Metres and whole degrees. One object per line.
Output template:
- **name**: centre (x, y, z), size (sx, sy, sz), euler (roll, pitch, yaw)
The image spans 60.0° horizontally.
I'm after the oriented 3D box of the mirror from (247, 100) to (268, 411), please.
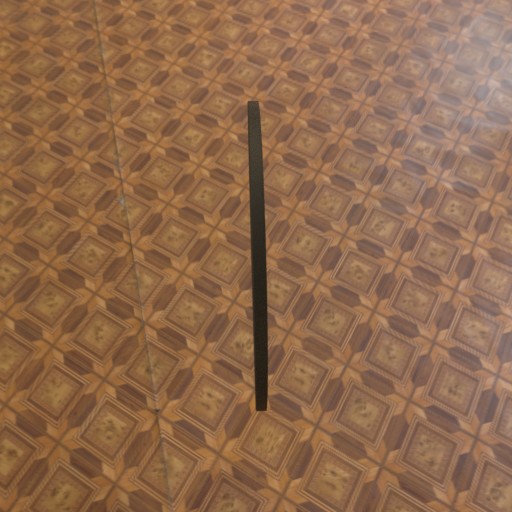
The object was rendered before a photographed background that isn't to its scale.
- **mirror**: centre (0.000, 0.000, 1.629), size (0.036, 1.077, 1.077), euler (-2, 63, -1)
